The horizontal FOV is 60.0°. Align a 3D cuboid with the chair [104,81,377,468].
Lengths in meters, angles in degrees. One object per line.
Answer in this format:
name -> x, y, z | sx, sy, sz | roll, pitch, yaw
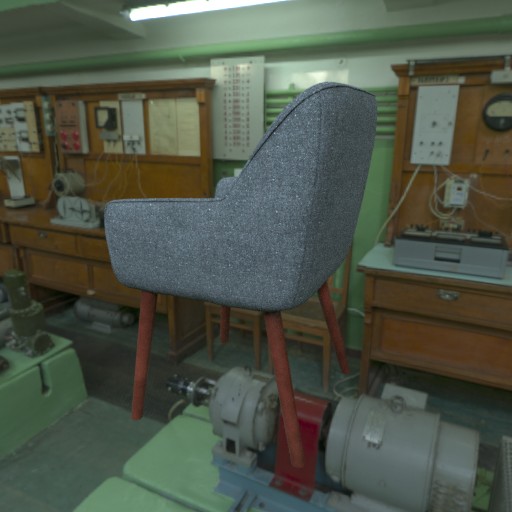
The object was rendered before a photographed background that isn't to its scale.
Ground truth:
chair -> 0.000, 0.000, 1.149 | 0.519, 0.803, 0.543 | 7, 18, 24
